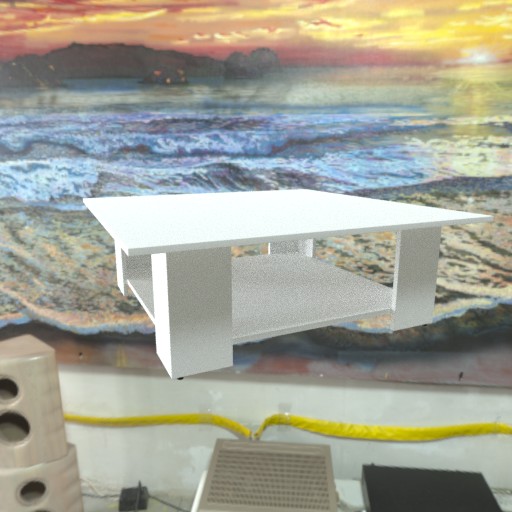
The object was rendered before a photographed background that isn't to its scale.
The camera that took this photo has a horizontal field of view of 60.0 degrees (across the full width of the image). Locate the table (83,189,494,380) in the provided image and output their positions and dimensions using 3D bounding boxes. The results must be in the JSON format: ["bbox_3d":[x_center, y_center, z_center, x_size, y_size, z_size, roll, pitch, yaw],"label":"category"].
[{"bbox_3d":[0.000,0.000,1.345,0.890,0.305,0.890,-6,15,-25],"label":"table"}]
